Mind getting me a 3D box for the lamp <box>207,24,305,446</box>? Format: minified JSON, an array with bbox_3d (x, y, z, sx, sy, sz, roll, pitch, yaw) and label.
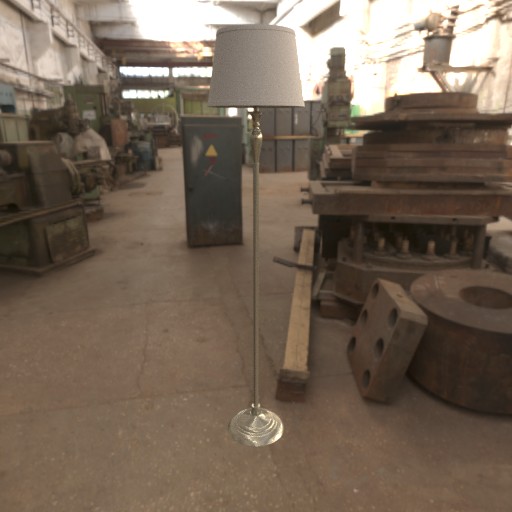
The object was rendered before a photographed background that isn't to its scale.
[{"bbox_3d":[0.000,0.000,1.646,0.327,1.506,0.327,-2,17,-8],"label":"lamp"}]
